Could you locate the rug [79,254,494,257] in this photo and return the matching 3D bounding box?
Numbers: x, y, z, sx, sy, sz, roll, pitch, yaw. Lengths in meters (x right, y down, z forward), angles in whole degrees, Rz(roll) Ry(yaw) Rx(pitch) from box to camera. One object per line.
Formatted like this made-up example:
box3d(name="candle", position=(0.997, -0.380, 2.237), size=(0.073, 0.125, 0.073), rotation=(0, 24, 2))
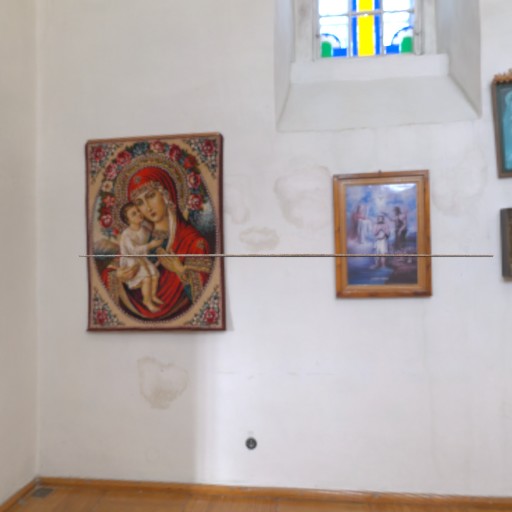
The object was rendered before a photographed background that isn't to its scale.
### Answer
box3d(name="rug", position=(0.000, 0.000, 2.284), size=(1.219, 0.008, 1.829), rotation=(0, 0, -39))
